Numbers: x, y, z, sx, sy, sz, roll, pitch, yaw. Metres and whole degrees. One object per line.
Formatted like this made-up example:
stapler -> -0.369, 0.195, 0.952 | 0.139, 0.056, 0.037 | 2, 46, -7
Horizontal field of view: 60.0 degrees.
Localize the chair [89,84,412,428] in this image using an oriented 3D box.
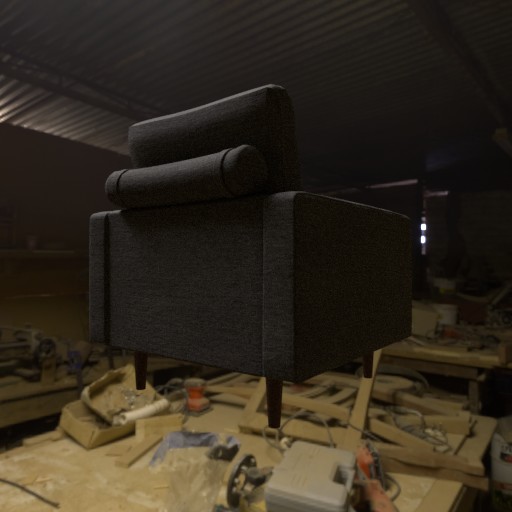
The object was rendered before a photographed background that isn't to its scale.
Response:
chair -> 0.000, 0.000, 1.521 | 0.821, 0.880, 0.843 | 0, 0, 37
